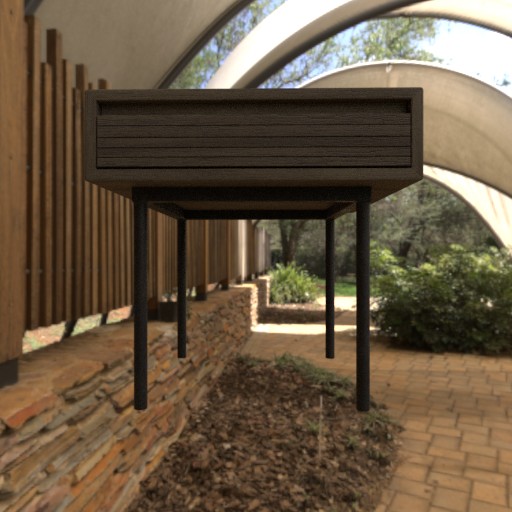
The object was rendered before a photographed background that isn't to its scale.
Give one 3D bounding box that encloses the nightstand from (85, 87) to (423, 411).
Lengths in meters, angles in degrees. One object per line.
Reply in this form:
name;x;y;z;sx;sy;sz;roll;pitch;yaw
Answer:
nightstand;0.000;0.000;0.904;0.502;0.497;0.503;0;0;1
